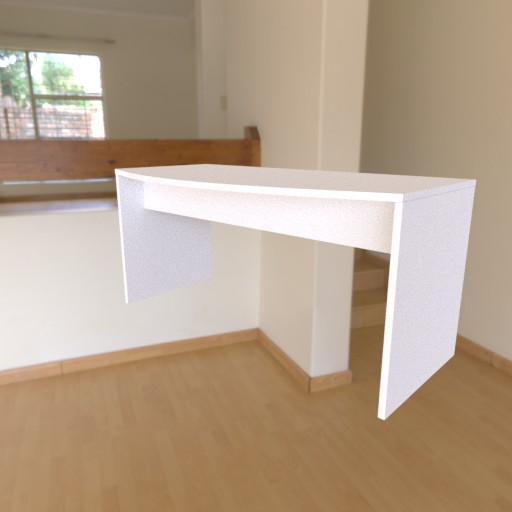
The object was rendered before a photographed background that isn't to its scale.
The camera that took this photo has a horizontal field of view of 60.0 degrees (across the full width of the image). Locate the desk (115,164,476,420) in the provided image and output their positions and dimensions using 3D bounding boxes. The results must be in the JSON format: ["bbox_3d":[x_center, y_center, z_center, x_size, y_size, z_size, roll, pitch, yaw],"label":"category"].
[{"bbox_3d":[0.000,0.000,2.067,1.600,0.750,0.802,13,20,41],"label":"desk"}]
